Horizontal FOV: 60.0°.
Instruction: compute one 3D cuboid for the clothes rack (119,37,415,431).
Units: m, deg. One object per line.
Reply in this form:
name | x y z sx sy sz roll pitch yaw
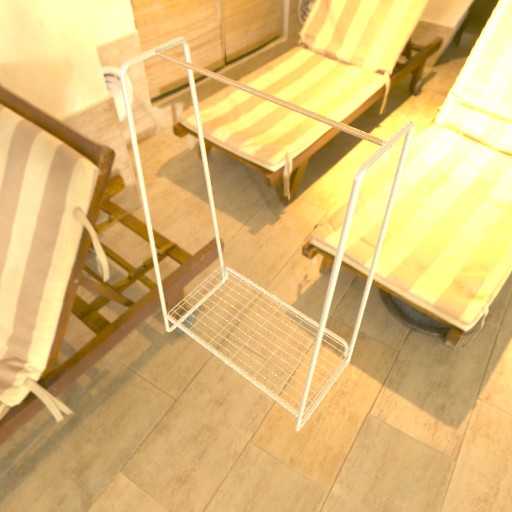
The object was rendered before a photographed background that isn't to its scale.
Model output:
clothes rack | 0.000 0.000 1.878 0.900 1.500 0.495 31 55 25
